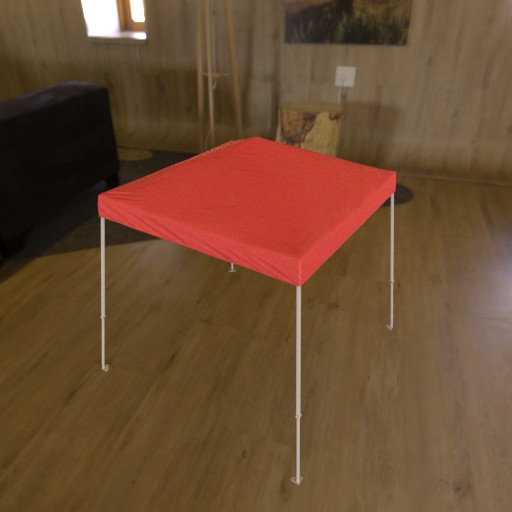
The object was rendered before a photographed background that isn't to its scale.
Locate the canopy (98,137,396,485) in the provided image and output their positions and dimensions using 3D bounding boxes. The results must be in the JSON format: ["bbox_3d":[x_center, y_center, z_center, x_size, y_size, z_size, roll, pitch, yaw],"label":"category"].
[{"bbox_3d":[0.000,0.000,6.681,3.600,3.600,3.599,18,35,28],"label":"canopy"}]
